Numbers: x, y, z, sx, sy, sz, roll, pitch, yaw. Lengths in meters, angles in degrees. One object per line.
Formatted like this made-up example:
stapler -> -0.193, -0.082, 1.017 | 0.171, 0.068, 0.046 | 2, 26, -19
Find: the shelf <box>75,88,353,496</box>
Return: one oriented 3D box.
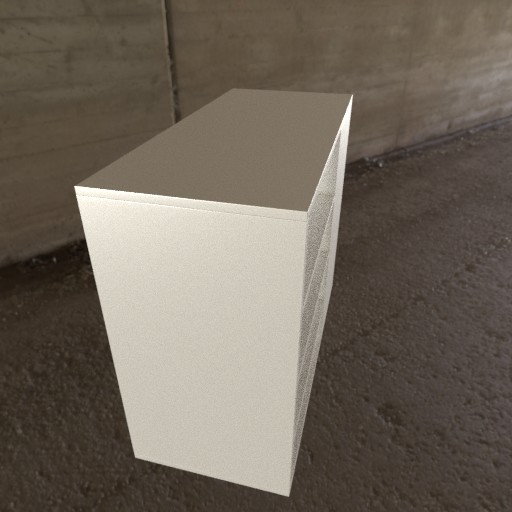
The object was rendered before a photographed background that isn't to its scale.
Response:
shelf -> 0.000, 0.000, 1.261 | 0.396, 0.732, 0.895 | 8, 32, 13
